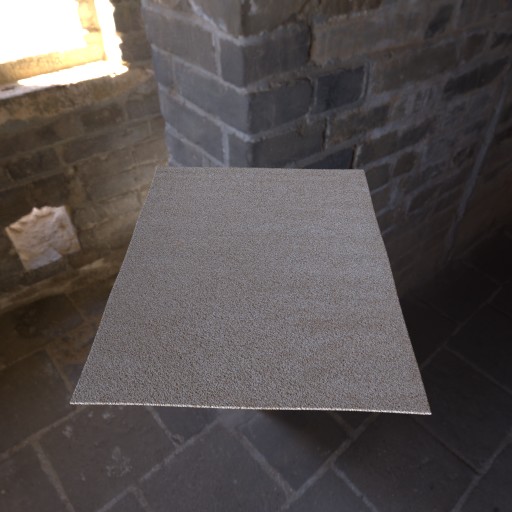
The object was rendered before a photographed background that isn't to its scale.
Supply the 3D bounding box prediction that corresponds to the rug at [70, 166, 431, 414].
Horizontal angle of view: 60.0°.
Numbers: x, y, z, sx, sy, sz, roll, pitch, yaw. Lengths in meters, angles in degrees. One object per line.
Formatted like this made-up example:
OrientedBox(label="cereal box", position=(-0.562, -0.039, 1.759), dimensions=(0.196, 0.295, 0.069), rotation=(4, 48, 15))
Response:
OrientedBox(label="rug", position=(0.000, 0.000, 4.047), dimensions=(2.400, 0.026, 3.000), rotation=(1, 43, 1))
